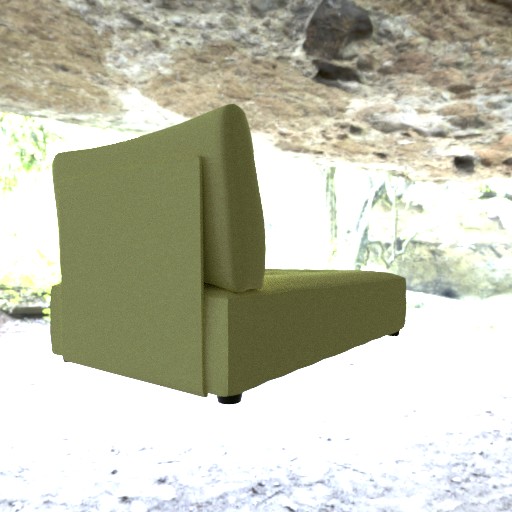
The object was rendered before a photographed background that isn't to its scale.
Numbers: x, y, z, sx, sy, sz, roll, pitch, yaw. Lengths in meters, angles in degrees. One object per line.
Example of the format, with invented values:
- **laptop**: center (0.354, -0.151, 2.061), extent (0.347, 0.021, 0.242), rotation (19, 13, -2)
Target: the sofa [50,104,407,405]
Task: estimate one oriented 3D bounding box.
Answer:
- **sofa**: center (0.000, 0.000, 2.004), extent (0.930, 0.820, 1.450), rotation (0, 0, 37)
